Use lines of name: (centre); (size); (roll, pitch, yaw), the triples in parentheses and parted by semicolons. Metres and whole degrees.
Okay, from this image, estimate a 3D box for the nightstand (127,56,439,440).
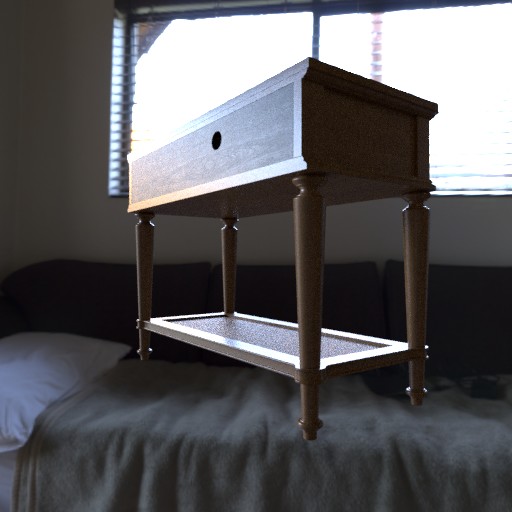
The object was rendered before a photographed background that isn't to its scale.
nightstand: (0.000, 0.000, 1.279); (0.432, 0.700, 0.914); (0, -1, -36)
